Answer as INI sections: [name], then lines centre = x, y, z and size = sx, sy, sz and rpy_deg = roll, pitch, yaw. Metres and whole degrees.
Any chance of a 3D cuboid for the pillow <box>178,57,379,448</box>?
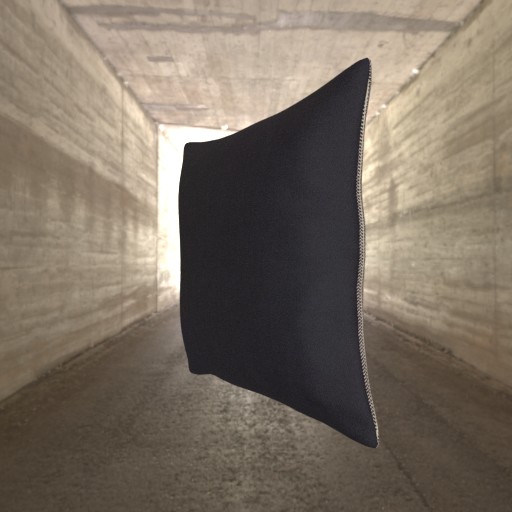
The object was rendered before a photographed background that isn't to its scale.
[pillow]
centre = 0.000, 0.000, 0.780
size = 0.166, 0.508, 0.520
rpy_deg = 1, -1, -36
